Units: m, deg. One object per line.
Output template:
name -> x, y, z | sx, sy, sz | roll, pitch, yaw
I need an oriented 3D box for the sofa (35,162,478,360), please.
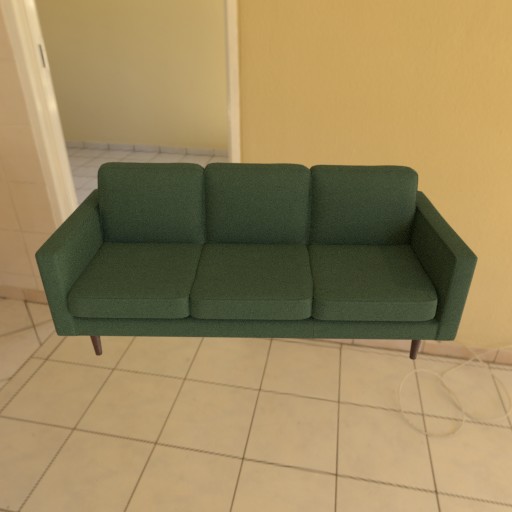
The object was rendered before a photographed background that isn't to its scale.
sofa -> 0.000, 0.000, 2.470 | 2.029, 0.899, 0.879 | 1, 29, 1
